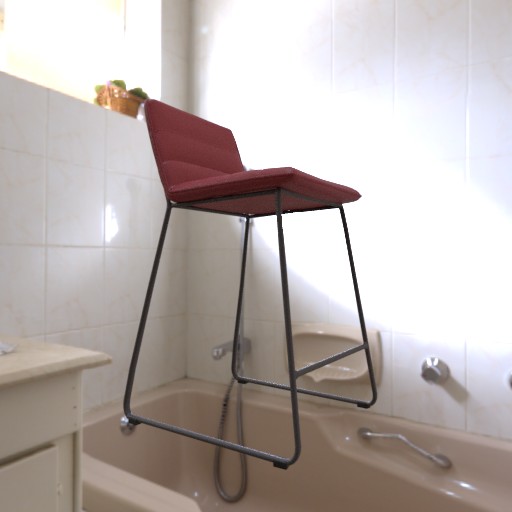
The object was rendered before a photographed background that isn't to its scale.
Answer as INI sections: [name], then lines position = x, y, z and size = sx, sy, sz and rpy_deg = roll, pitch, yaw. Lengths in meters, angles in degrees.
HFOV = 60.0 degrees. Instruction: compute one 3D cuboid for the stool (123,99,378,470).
[stool]
position = 0.000, 0.000, 1.217
size = 0.524, 0.866, 0.489
rpy_deg = -1, -1, 35
